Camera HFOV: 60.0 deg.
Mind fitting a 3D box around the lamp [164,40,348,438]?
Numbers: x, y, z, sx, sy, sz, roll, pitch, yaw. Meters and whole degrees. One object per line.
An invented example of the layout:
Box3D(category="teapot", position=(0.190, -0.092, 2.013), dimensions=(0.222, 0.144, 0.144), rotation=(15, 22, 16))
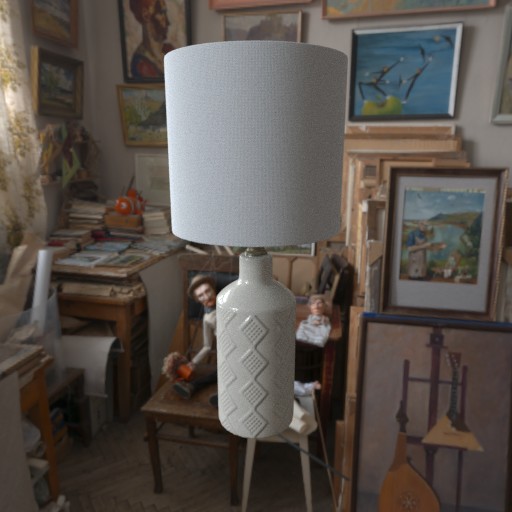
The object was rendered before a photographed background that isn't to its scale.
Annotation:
Box3D(category="lamp", position=(0.000, 0.000, 0.564), dimensions=(0.207, 0.461, 0.207), rotation=(-7, 16, -26))
